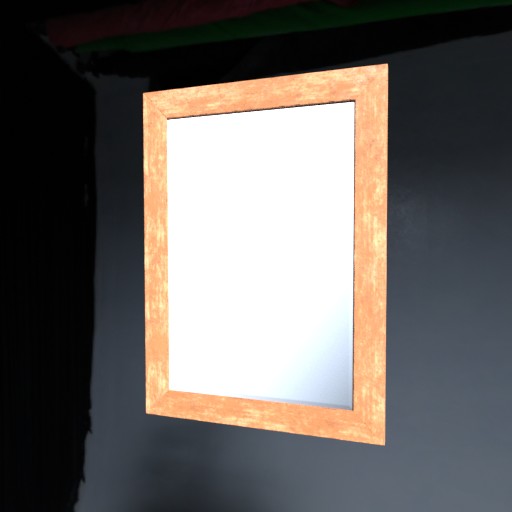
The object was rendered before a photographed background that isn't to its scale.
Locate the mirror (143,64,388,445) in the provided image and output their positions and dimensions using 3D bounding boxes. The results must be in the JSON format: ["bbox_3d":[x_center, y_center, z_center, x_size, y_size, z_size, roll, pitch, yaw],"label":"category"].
[{"bbox_3d":[0.000,0.000,1.408,0.796,1.099,0.028,1,2,18],"label":"mirror"}]
